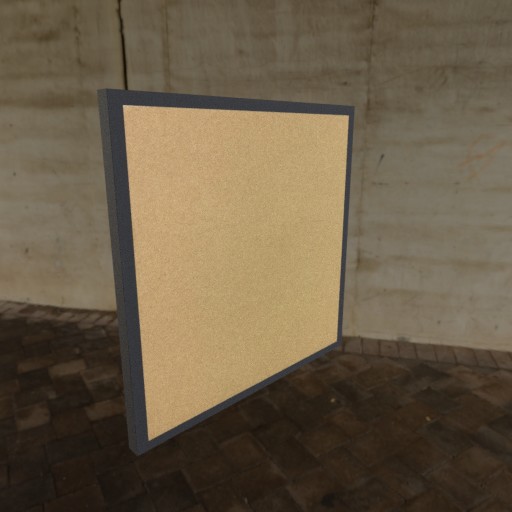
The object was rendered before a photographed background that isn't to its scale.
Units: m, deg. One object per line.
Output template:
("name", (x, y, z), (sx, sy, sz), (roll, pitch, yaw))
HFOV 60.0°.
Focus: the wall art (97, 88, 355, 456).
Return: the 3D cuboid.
("wall art", (0.000, 0.000, 1.142), (0.762, 0.760, 0.037), (-15, 21, -42))
